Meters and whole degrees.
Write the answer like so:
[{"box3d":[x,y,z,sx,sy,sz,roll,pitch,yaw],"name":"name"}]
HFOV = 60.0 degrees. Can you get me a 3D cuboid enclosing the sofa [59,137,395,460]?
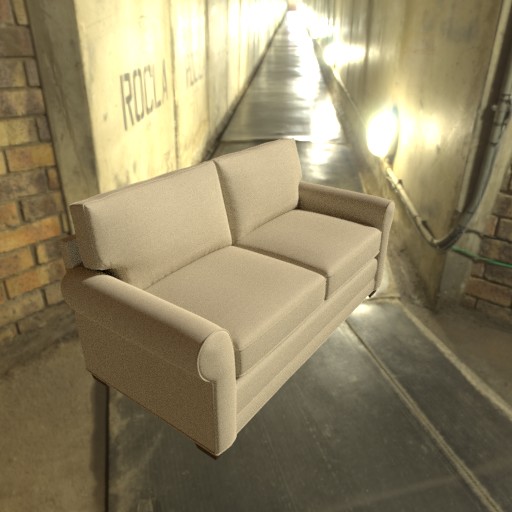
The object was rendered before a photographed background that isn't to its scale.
[{"box3d":[0.000,0.000,2.321,0.861,0.933,1.774,18,32,32],"name":"sofa"}]
